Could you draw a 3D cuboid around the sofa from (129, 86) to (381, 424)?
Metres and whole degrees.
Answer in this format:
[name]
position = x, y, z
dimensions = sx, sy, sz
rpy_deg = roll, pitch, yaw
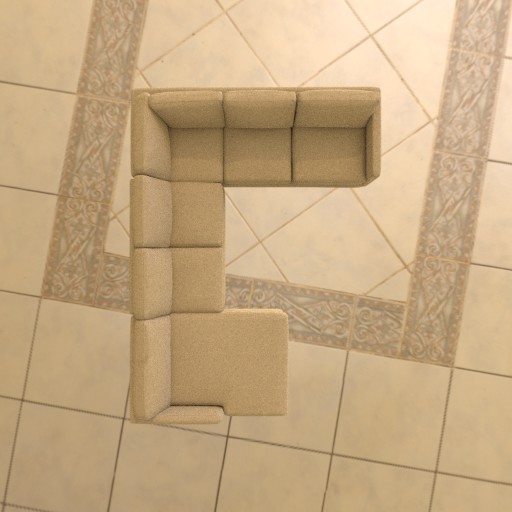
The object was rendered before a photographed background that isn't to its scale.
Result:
[sofa]
position = 0.000, 0.000, 4.750
dimensions = 2.593, 0.959, 3.460
rpy_deg = 0, 90, 1
